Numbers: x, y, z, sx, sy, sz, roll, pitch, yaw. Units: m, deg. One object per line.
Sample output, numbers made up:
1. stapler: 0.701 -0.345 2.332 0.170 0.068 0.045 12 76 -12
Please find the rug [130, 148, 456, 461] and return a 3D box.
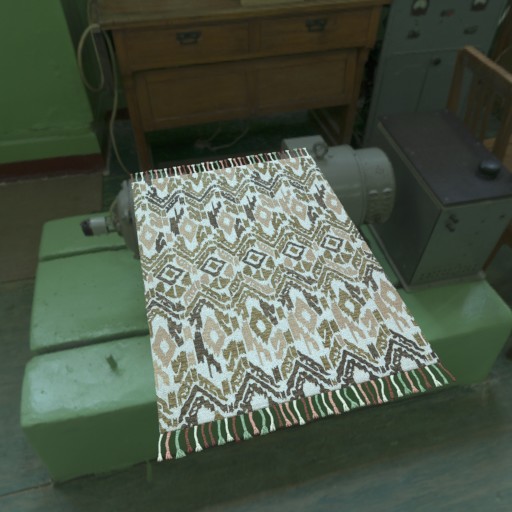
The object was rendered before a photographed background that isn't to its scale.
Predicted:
1. rug: 0.000 0.000 2.316 1.219 0.008 1.829 -11 47 -10
